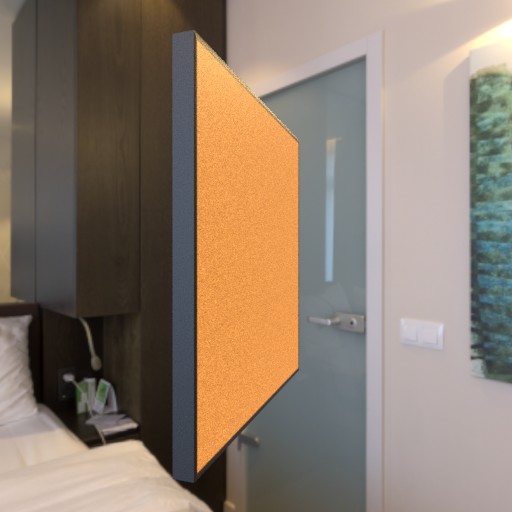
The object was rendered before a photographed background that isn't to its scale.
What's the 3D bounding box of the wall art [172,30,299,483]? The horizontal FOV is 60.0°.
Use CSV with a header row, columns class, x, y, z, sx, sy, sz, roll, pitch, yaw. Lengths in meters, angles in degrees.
class,x,y,z,sx,sy,sz,roll,pitch,yaw
wall art,0.000,0.000,1.120,0.042,0.766,0.769,0,0,19
